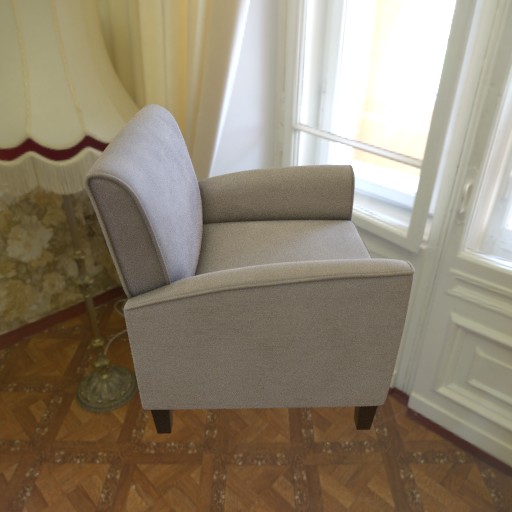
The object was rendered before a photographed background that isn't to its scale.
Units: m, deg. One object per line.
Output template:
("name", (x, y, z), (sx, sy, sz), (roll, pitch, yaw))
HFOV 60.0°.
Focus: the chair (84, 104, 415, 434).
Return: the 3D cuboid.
("chair", (0.000, 0.000, 1.557), (0.821, 0.915, 0.820), (-1, 31, -1))
